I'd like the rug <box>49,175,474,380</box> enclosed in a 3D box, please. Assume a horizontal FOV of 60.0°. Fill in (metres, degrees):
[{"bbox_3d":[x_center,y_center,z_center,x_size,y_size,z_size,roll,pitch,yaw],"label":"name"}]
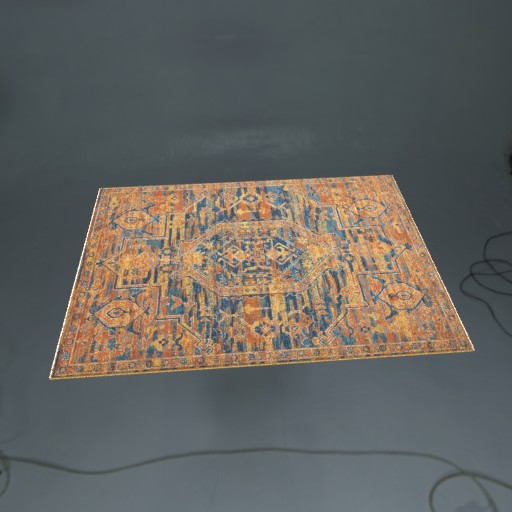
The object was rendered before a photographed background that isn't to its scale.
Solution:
[{"bbox_3d":[0.000,0.000,3.718,2.916,0.019,2.043,-3,47,-3],"label":"rug"}]
